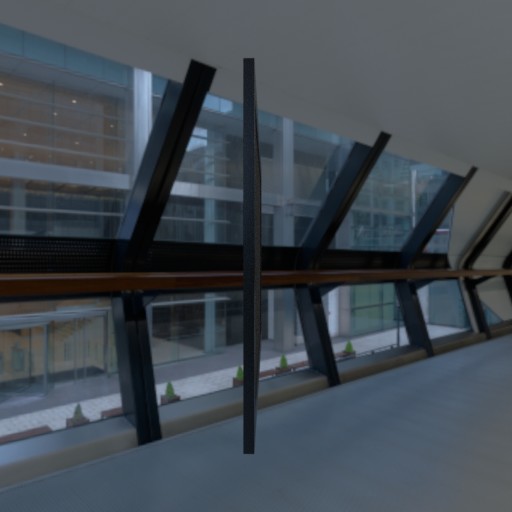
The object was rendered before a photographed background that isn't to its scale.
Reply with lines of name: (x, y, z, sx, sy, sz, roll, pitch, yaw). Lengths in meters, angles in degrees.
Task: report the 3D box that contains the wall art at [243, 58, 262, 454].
wall art: (0.000, 0.000, 0.830, 0.013, 0.447, 0.660, 0, 0, 1)
